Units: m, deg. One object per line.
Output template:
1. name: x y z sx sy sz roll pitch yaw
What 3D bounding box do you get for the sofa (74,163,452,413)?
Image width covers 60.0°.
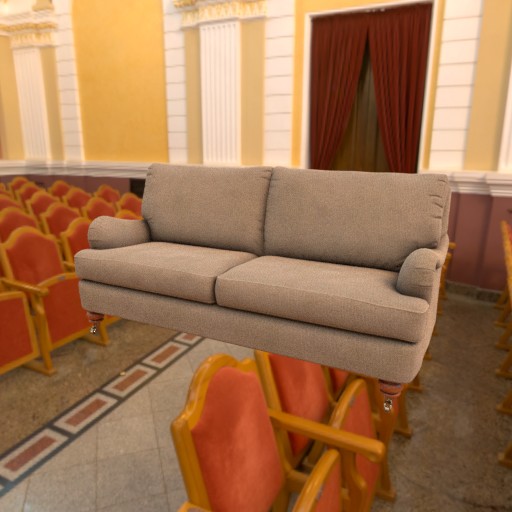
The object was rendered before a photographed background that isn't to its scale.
1. sofa: 0.000 0.000 2.814 2.193 1.096 1.069 7 16 26
